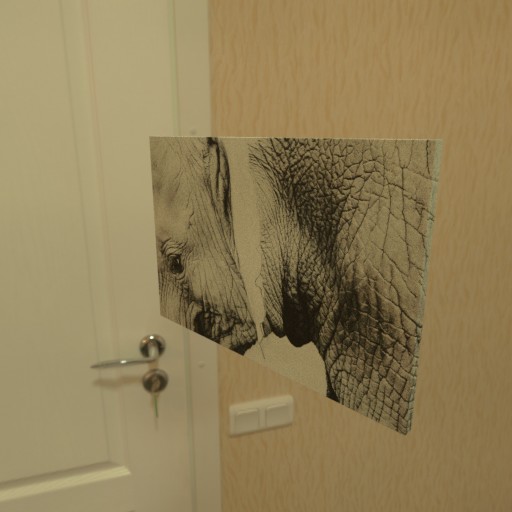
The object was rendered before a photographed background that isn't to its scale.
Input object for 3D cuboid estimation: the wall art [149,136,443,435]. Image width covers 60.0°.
[{"bbox_3d":[0.000,0.000,1.467,1.141,0.758,0.035,15,21,42],"label":"wall art"}]
